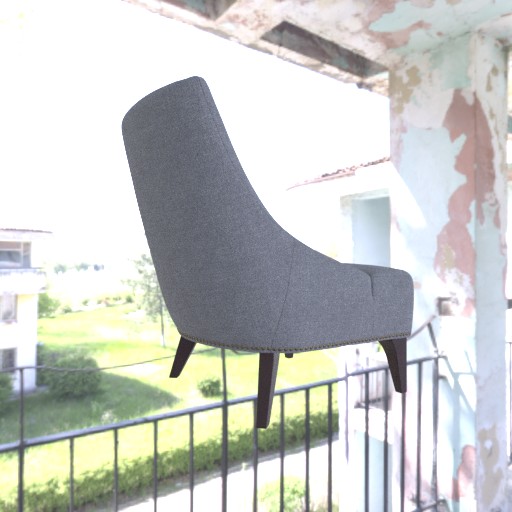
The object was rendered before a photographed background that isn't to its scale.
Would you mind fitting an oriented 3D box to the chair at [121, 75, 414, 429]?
[{"bbox_3d":[0.000,0.000,1.521,0.861,0.909,0.701,0,0,-34],"label":"chair"}]
